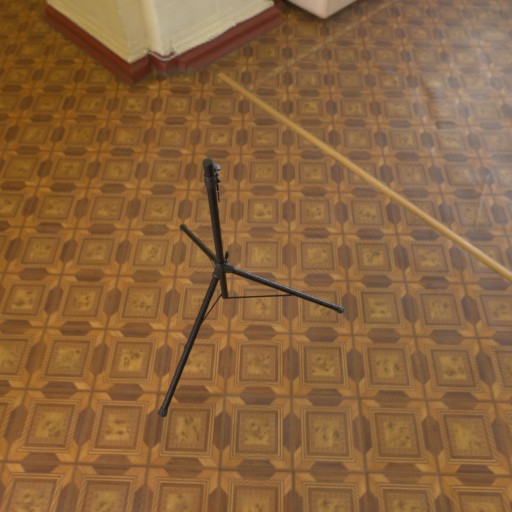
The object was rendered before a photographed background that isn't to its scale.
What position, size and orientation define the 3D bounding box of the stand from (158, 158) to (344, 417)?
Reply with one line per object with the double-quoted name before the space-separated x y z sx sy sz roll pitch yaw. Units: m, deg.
"stand" 0.000 0.000 2.732 1.339 1.595 1.596 1 57 1
